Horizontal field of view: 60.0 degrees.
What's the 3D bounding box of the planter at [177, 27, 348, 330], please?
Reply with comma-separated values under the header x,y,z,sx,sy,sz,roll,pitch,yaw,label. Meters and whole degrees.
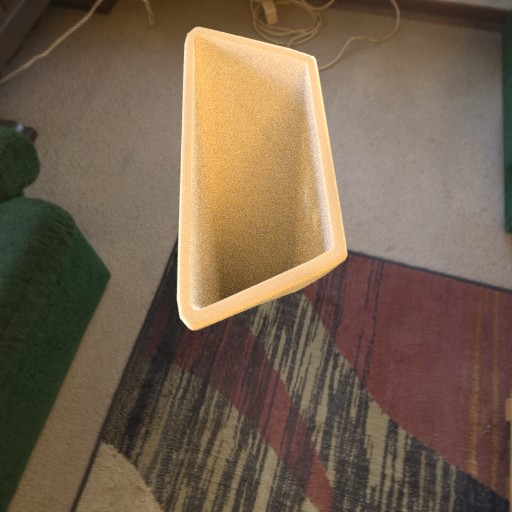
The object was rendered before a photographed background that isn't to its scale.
x,y,z,sx,sy,sz,roll,pitch,yaw,label
0.000,0.000,0.267,0.060,0.197,0.150,-3,63,-1,planter
